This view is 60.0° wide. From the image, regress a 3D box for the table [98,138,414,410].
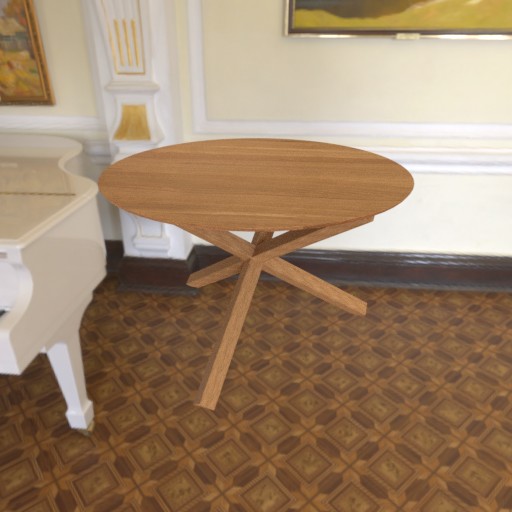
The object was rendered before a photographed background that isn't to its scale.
[{"bbox_3d":[0.000,0.000,1.673,1.038,0.666,1.038,0,26,0],"label":"table"}]
